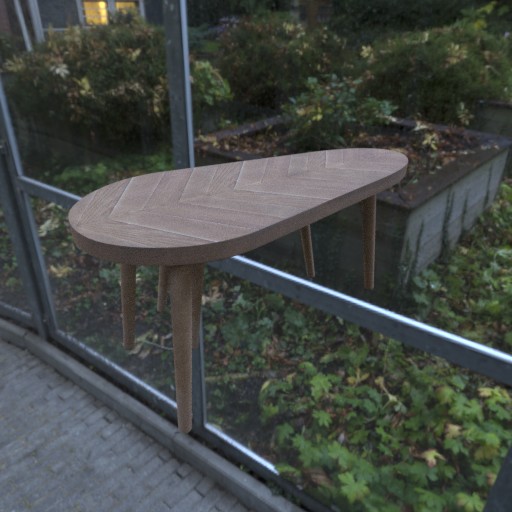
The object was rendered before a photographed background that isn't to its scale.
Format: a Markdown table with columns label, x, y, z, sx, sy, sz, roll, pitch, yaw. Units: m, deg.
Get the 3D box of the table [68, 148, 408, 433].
| label | x | y | z | sx | sy | sz | roll | pitch | yaw |
| --- | --- | --- | --- | --- | --- | --- | --- | --- | --- |
| table | 0.000 | 0.000 | 1.570 | 1.190 | 0.595 | 0.701 | -18 | 33 | -30 |
